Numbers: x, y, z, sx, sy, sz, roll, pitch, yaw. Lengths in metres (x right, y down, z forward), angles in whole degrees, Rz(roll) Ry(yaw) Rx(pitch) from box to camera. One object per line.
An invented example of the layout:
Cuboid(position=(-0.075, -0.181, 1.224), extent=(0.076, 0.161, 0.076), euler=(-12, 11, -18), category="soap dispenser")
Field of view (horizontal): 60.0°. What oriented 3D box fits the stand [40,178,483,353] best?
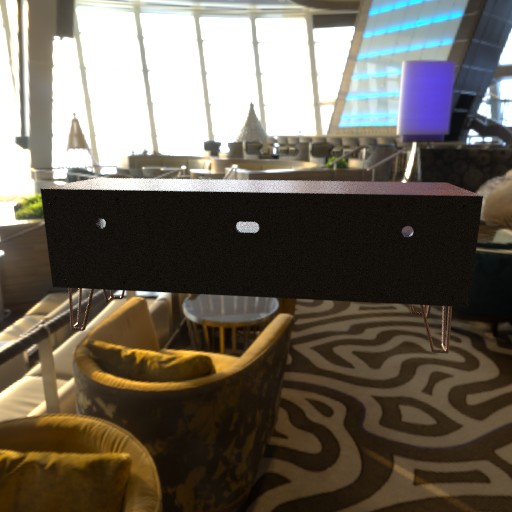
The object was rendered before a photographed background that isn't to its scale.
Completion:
Cuboid(position=(0.000, 0.000, 1.922), extent=(1.626, 0.610, 0.481), euler=(2, 15, 8), category="stand")
